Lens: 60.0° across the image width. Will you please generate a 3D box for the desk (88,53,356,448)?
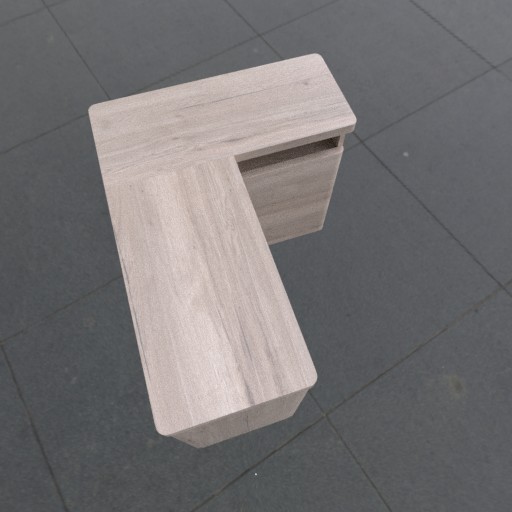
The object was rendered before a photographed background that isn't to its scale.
[{"bbox_3d":[0.000,0.000,1.756,0.900,0.760,1.169,-16,65,-8],"label":"desk"}]
